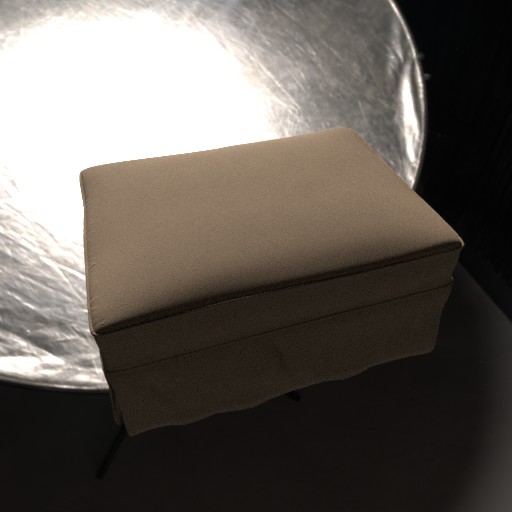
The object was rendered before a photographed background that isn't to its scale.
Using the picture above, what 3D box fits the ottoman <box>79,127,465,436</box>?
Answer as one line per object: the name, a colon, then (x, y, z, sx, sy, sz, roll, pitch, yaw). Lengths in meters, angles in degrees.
ottoman: (0.000, 0.000, 1.331, 0.959, 0.482, 0.721, -12, 45, -13)
